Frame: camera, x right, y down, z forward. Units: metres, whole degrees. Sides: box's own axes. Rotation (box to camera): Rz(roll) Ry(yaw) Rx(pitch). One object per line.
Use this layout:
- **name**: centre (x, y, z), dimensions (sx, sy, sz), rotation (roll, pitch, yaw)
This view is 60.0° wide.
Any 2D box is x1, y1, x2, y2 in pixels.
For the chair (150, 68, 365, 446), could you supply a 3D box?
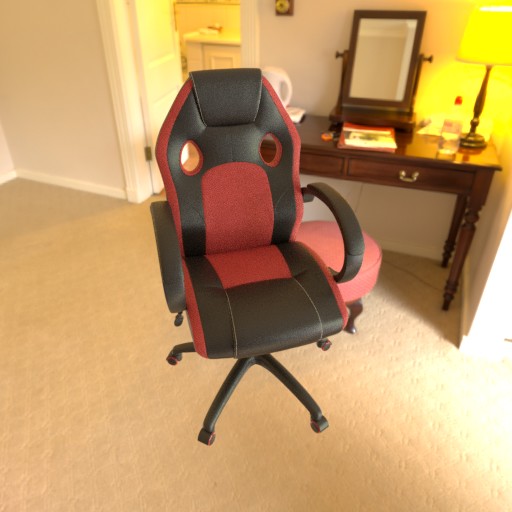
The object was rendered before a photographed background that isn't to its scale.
- **chair**: centre (0.000, 0.000, 1.642), dimensions (0.750, 1.189, 0.783), rotation (-9, 33, -14)
